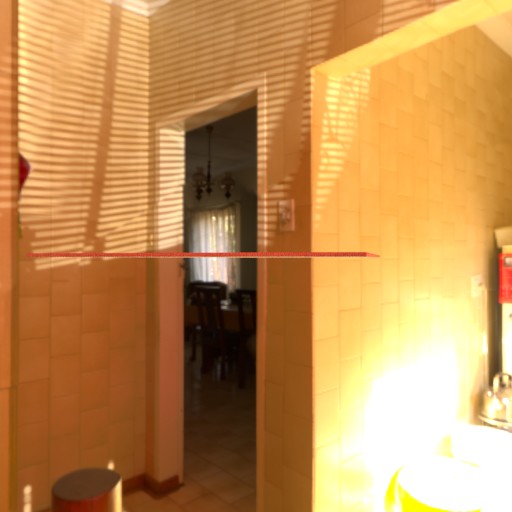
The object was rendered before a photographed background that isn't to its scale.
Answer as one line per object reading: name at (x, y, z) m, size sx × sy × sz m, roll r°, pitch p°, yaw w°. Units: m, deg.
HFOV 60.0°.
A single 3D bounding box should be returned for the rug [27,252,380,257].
rug at (0.000, 0.000, 2.329) m, size 1.219 × 0.014 × 1.829 m, roll 0°, pitch 0°, yaw 17°
